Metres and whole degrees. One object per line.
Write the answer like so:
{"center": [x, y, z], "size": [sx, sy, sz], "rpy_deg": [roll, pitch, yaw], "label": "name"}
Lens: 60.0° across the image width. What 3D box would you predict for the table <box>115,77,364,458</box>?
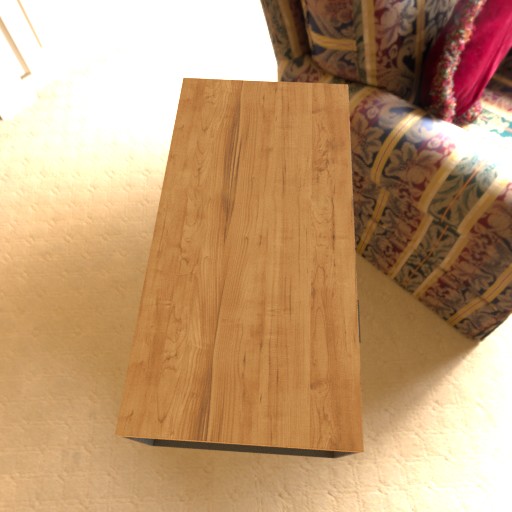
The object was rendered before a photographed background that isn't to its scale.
{"center": [0.000, 0.000, 1.474], "size": [0.590, 0.400, 1.180], "rpy_deg": [3, 63, 2], "label": "table"}
